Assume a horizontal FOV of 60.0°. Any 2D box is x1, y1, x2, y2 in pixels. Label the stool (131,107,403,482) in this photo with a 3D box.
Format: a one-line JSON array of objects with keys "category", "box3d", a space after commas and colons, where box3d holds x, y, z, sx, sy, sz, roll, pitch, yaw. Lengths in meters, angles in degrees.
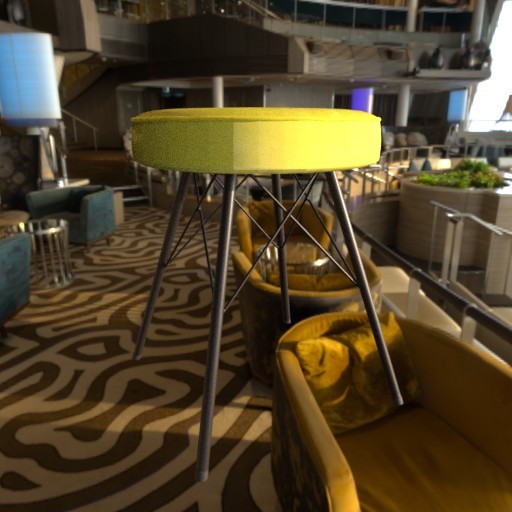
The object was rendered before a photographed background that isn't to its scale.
[{"category": "stool", "box3d": [0.000, 0.000, 0.810, 0.409, 0.508, 0.409, -9, 19, -27]}]
